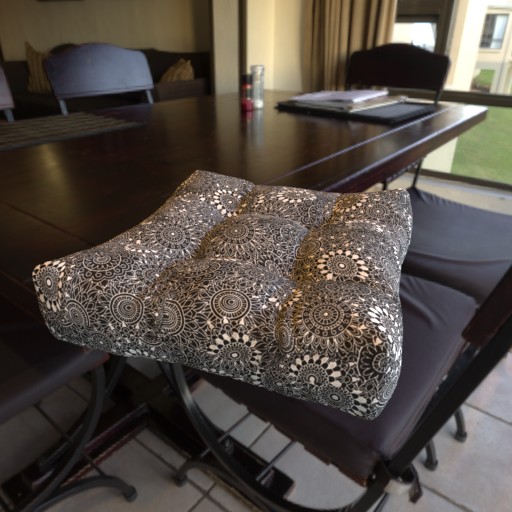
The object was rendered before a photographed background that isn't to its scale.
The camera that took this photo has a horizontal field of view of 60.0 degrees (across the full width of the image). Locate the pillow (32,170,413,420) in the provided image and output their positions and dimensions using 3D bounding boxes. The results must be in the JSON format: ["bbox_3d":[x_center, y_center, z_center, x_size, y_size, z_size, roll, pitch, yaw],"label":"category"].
[{"bbox_3d":[0.000,0.000,0.713,0.468,0.128,0.490,9,29,17],"label":"pillow"}]
